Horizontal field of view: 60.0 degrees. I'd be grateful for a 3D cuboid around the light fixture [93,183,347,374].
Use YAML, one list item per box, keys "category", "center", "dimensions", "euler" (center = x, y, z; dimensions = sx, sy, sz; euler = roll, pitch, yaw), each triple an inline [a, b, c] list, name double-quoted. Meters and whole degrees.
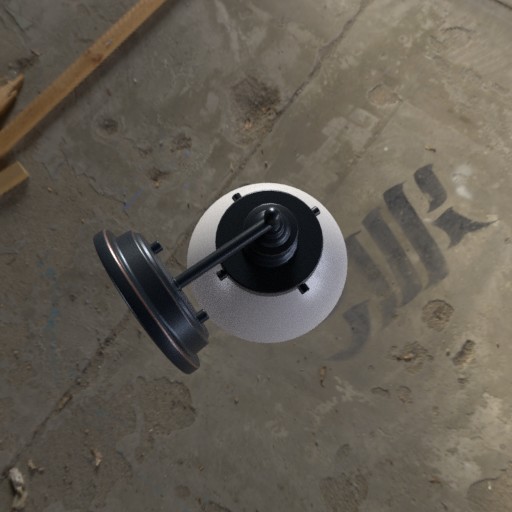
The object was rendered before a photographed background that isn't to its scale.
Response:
- category: "light fixture"
  center: [0.000, 0.000, 0.480]
  dimensions: [0.230, 0.332, 0.197]
  euler: [-34, 79, -8]
